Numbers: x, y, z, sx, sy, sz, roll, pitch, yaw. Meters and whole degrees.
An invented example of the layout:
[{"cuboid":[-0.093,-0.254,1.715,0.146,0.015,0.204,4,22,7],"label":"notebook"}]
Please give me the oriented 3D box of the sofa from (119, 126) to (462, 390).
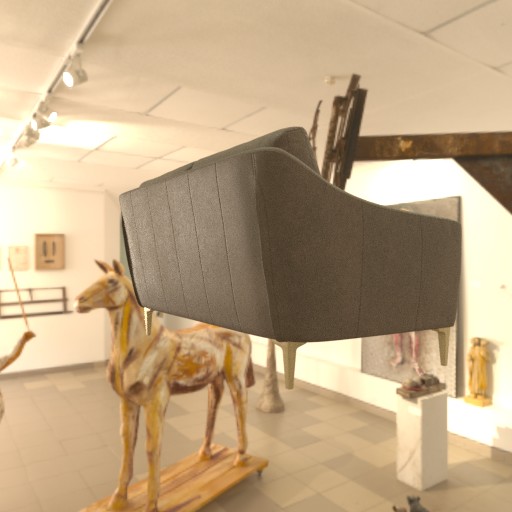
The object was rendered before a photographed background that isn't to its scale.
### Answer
[{"cuboid":[0.000,0.000,2.193,0.960,0.902,1.619,0,0,-36],"label":"sofa"}]
